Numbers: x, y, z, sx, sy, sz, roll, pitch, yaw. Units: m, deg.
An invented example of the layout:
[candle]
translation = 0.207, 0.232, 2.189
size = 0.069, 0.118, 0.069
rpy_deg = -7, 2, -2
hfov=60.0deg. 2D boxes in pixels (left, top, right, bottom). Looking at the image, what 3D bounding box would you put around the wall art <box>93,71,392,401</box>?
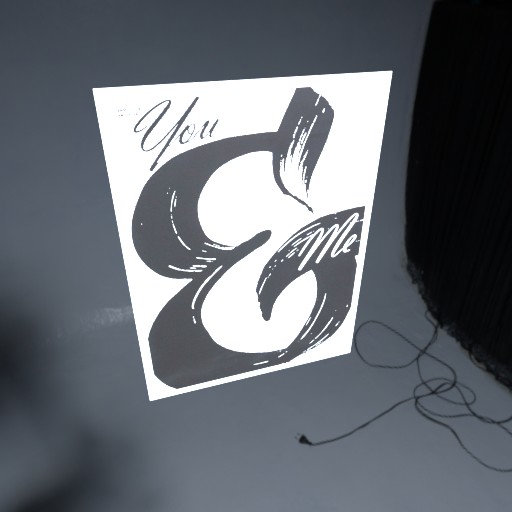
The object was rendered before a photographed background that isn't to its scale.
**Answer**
[wall art]
translation = 0.000, 0.000, 0.810
size = 0.457, 0.609, 0.003
rpy_deg = -10, 33, -15
